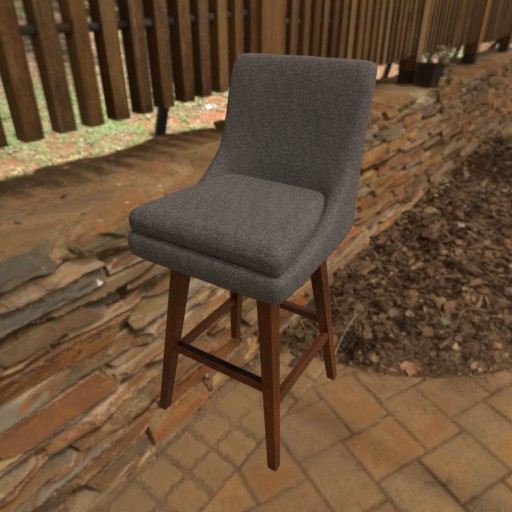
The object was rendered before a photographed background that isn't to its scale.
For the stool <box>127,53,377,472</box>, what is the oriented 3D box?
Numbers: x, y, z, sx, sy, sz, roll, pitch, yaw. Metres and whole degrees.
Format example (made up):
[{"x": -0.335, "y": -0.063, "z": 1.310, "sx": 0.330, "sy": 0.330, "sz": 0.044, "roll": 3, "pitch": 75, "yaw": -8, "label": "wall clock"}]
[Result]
[{"x": 0.000, "y": 0.000, "z": 1.341, "sx": 0.489, "sy": 1.068, "sz": 0.572, "roll": 17, "pitch": 34, "yaw": 27, "label": "stool"}]
